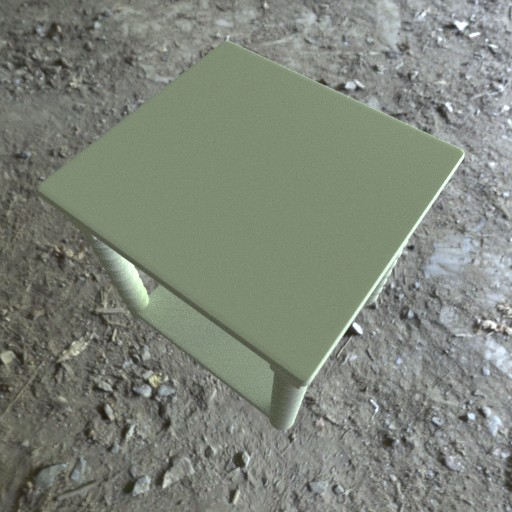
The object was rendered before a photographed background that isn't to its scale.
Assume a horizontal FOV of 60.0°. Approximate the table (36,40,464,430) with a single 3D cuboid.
[{"bbox_3d":[0.000,0.000,0.980,0.533,0.563,0.500,33,64,18],"label":"table"}]
